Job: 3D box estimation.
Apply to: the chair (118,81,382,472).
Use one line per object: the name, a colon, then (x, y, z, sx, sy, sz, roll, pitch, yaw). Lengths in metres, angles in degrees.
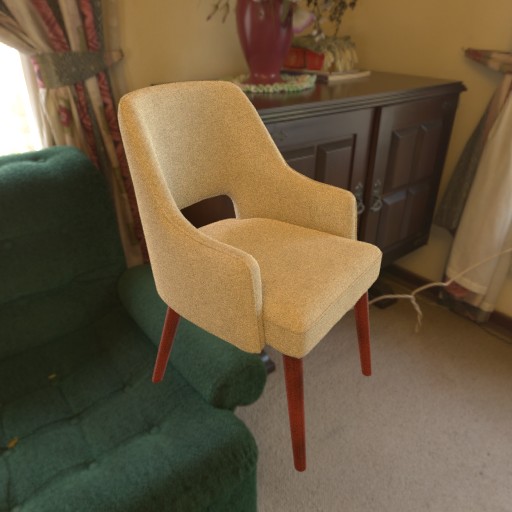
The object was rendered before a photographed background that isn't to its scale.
chair: (0.000, 0.000, 1.218, 0.605, 0.849, 0.548, 19, 33, 31)
